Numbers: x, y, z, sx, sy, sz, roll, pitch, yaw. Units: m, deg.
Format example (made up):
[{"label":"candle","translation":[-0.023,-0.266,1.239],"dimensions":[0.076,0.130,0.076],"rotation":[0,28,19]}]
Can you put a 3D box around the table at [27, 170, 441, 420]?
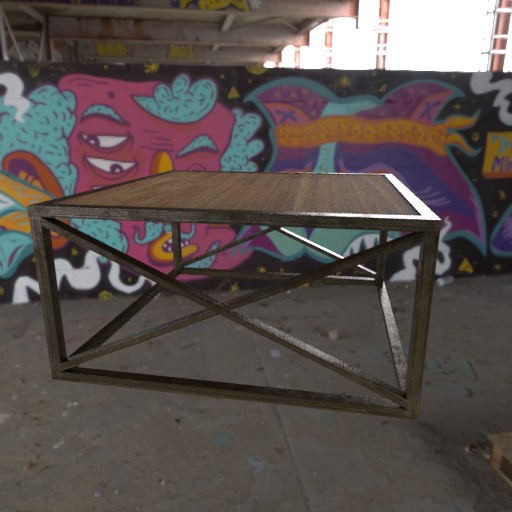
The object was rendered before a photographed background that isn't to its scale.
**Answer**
[{"label":"table","translation":[0.000,0.000,1.427],"dimensions":[0.899,0.451,0.909],"rotation":[3,16,10]}]
